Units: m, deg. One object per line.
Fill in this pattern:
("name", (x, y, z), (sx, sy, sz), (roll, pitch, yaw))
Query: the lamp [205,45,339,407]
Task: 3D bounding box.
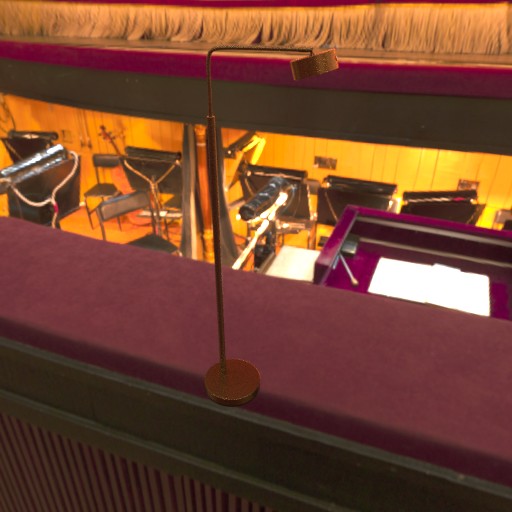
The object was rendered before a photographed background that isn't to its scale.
("lamp", (0.000, 0.000, 1.434), (0.418, 1.230, 0.219), (10, 31, 18))
